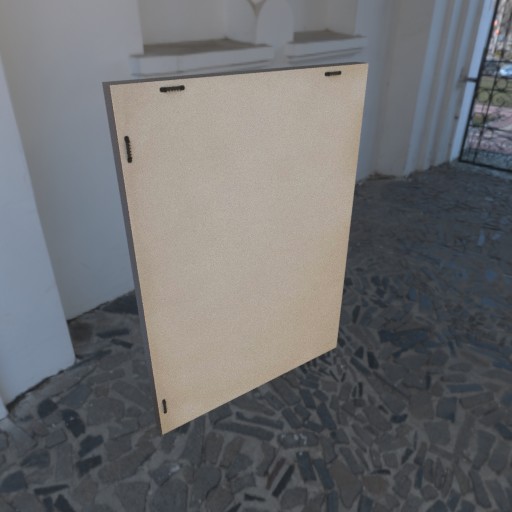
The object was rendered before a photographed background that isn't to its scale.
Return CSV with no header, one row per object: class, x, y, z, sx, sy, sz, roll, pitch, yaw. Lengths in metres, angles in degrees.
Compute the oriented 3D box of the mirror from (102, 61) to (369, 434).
mirror,0.000,0.000,0.918,0.507,0.710,0.040,-18,34,-29
